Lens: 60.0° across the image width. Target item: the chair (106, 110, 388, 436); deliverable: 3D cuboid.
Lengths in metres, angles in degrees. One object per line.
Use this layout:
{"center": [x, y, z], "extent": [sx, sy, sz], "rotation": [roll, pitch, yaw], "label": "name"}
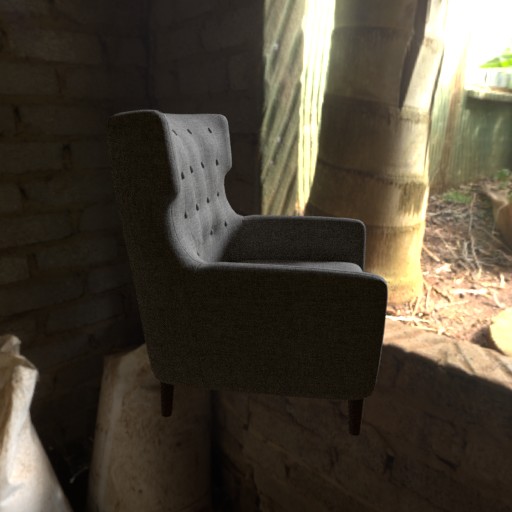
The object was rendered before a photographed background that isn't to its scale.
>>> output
{"center": [0.000, 0.000, 1.723], "extent": [0.904, 1.063, 0.878], "rotation": [2, 17, 8], "label": "chair"}
